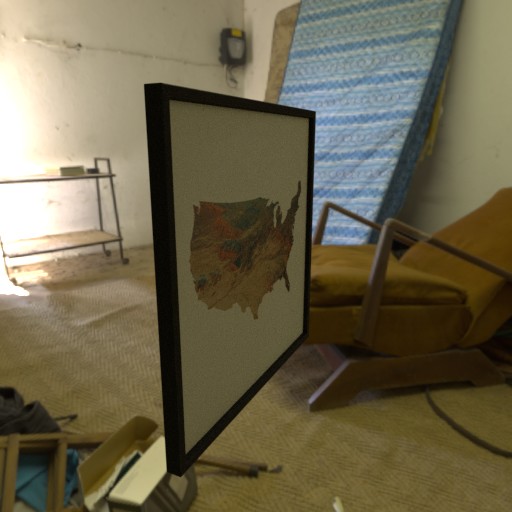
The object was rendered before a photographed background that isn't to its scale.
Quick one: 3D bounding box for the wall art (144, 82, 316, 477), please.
[{"bbox_3d":[0.000,0.000,0.460,0.015,0.303,0.304,7,16,26],"label":"wall art"}]
